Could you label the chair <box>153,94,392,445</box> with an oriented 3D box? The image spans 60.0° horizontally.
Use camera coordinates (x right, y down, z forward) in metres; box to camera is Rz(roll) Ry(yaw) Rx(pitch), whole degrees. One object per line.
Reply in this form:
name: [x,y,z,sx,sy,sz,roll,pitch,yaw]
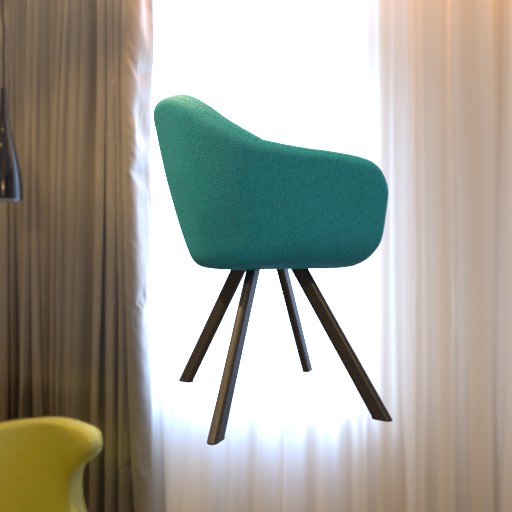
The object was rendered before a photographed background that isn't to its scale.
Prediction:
chair: [0.000,0.000,1.221,0.550,0.795,0.590,0,1,-17]
